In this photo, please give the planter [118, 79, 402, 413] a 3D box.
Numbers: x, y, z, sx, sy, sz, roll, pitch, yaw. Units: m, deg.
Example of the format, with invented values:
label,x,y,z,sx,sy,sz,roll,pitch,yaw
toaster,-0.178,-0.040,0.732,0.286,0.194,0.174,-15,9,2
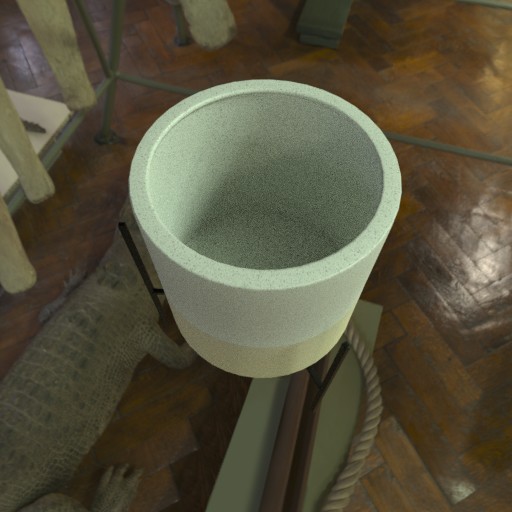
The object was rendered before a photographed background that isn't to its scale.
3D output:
label,x,y,z,sx,sy,sz,roll,pitch,yaw
planter,0.000,0.000,0.548,0.263,0.362,0.267,16,61,9
